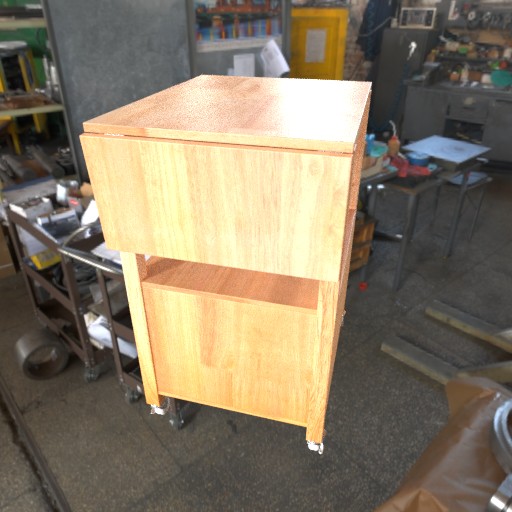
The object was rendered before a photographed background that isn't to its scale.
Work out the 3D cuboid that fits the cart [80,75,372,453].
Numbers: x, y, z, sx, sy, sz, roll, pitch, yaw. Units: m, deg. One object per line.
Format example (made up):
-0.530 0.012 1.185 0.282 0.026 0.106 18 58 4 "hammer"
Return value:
0.000 0.000 1.230 0.508 0.838 0.640 8 31 13 "cart"
